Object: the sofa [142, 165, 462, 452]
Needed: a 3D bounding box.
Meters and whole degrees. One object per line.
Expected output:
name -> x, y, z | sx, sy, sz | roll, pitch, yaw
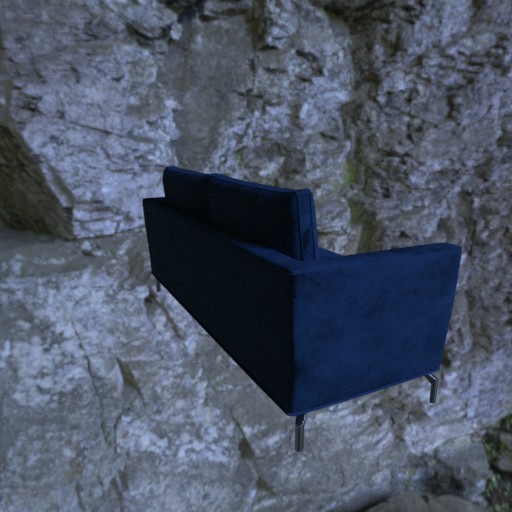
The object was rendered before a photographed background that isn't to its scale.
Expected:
sofa -> 0.000, 0.000, 2.680 | 0.853, 0.998, 2.212 | -7, 16, -26
